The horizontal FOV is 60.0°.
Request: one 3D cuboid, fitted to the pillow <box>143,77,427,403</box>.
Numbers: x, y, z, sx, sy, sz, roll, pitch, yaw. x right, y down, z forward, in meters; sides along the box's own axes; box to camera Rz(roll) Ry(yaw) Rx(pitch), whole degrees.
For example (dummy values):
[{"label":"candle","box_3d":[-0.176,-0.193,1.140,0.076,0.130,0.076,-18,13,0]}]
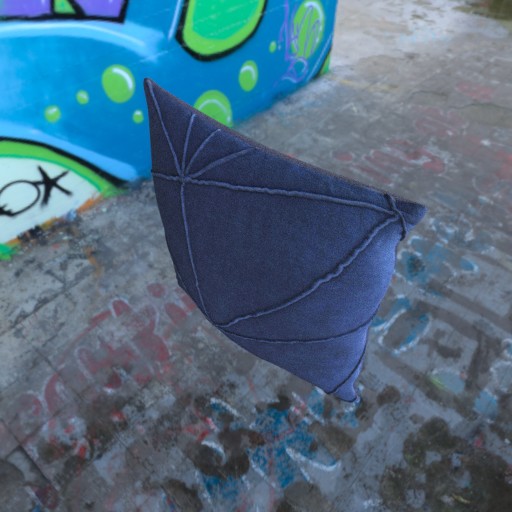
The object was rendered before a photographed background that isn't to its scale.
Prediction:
[{"label":"pillow","box_3d":[0.000,0.000,0.683,0.439,0.440,0.183,32,54,27]}]
